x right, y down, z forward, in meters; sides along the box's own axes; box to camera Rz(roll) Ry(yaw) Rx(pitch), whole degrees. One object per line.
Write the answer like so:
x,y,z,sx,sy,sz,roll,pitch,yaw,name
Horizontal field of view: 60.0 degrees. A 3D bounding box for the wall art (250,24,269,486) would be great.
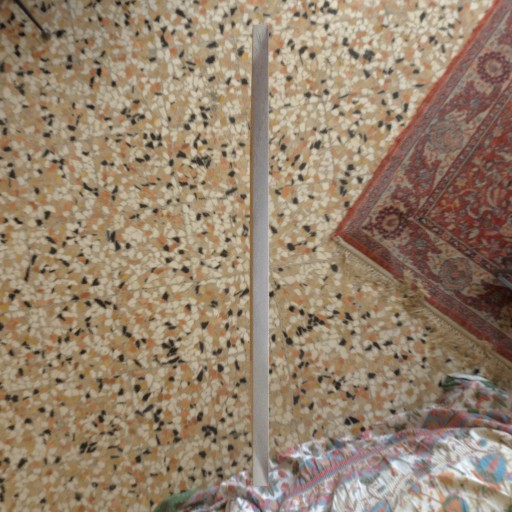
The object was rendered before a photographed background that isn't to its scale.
0.000,0.000,1.112,0.027,0.762,0.762,0,90,-1,wall art
